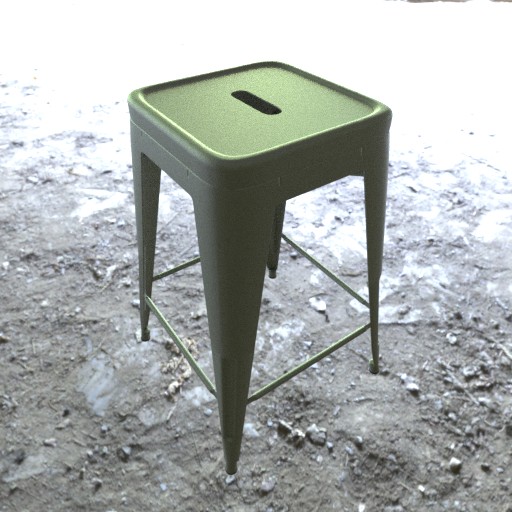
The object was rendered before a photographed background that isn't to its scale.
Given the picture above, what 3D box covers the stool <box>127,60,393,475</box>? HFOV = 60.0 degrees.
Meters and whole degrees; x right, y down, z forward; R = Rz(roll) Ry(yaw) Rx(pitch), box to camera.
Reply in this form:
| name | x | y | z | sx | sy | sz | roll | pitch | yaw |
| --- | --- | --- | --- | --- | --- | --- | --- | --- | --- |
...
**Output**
| name | x | y | z | sx | sy | sz | roll | pitch | yaw |
| --- | --- | --- | --- | --- | --- | --- | --- | --- | --- |
| stool | 0.000 | 0.000 | 0.853 | 0.410 | 0.608 | 0.410 | -24 | 46 | -26 |
